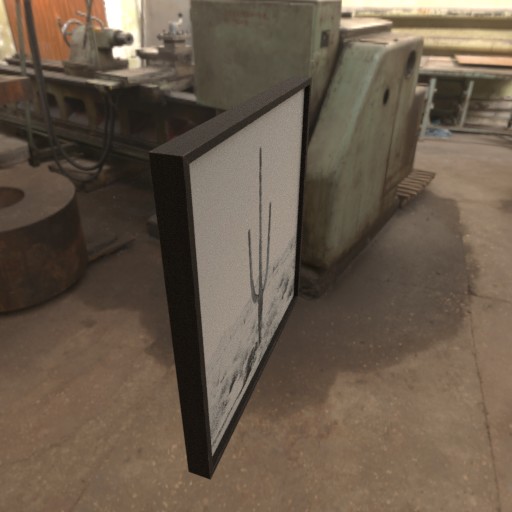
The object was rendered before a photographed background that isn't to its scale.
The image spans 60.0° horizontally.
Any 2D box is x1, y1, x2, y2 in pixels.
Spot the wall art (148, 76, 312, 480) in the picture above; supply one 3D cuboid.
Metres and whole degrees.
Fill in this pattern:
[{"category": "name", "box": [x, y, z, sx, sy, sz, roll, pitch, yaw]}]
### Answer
[{"category": "wall art", "box": [0.000, 0.000, 0.762, 0.038, 0.508, 0.508, 11, 32, 17]}]
